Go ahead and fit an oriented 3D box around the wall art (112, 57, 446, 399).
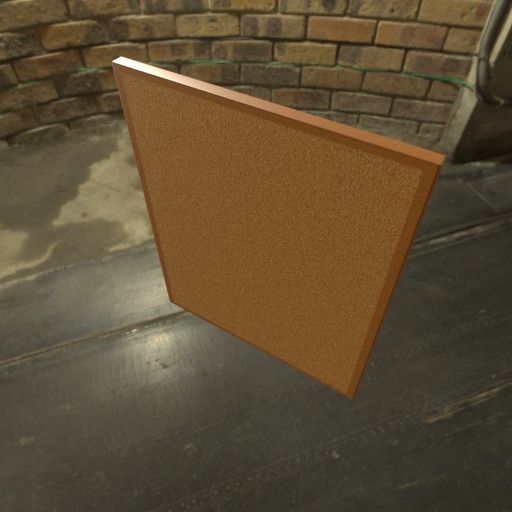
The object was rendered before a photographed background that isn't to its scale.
[{"bbox_3d":[0.000,0.000,0.506,0.310,0.379,0.015,24,52,20],"label":"wall art"}]
